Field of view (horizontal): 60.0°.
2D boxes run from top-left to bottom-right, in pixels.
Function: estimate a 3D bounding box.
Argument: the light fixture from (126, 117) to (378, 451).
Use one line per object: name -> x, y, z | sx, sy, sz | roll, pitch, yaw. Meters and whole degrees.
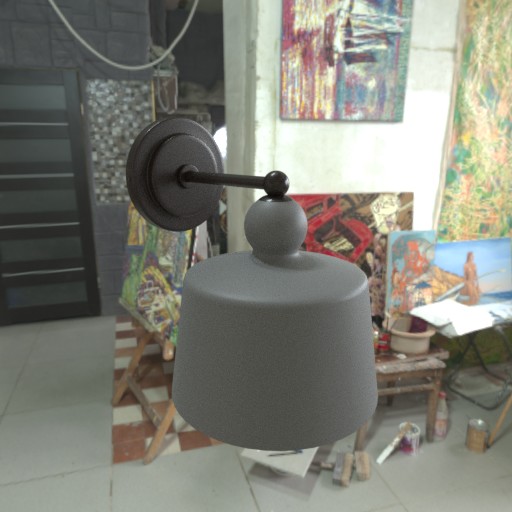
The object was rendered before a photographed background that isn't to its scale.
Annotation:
light fixture -> 0.000, 0.000, 0.434 | 0.254, 0.268, 0.204 | 14, 20, 42
